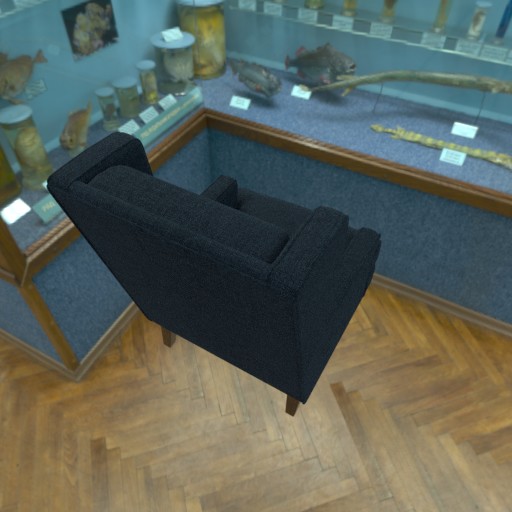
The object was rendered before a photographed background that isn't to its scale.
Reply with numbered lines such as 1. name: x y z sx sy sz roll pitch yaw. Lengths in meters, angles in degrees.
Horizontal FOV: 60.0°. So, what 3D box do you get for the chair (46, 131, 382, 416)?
1. chair: 0.000 0.000 1.704 0.764 1.072 0.947 23 51 20
